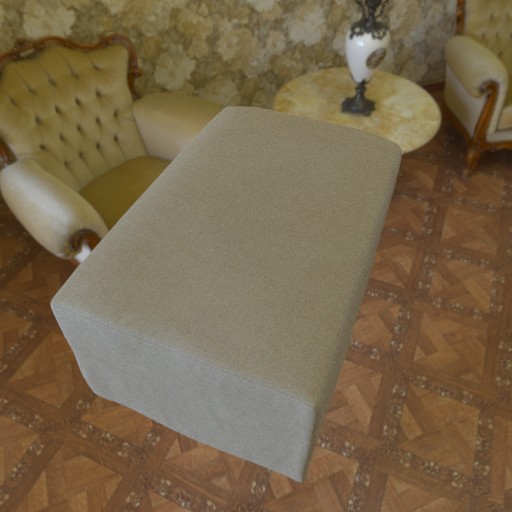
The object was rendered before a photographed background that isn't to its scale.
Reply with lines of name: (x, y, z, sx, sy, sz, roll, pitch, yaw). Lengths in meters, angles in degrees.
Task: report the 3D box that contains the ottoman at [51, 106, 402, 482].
ottoman: (0.000, 0.000, 1.182, 0.590, 0.444, 0.872, 17, 49, 15)
